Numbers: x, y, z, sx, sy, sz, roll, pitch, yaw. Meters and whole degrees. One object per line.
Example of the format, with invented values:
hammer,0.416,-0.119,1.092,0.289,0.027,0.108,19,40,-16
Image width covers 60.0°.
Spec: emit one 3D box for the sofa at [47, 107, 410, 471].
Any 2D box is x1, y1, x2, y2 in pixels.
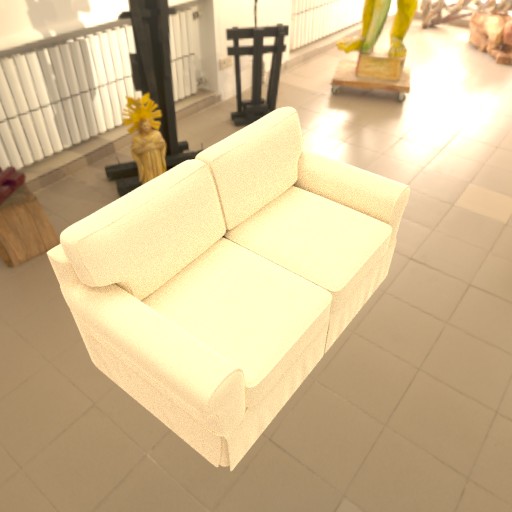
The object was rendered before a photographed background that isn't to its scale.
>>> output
sofa,0.000,0.000,2.338,0.991,0.940,1.727,27,49,27
